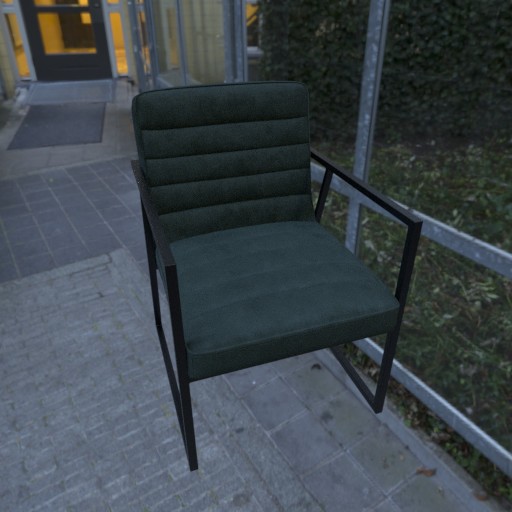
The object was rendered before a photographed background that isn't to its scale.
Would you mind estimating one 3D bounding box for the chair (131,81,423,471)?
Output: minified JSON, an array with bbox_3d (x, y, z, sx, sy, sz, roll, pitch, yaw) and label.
[{"bbox_3d":[0.000,0.000,1.248,0.571,0.833,0.677,-10,32,-16],"label":"chair"}]
